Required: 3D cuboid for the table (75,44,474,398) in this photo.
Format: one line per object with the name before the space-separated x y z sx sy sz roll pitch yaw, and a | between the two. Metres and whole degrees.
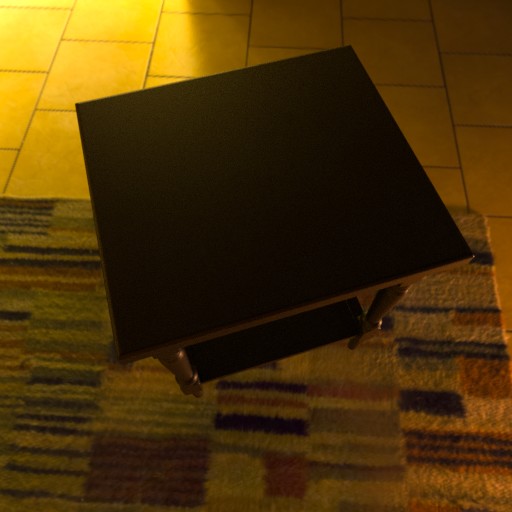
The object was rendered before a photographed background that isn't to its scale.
table | 0.000 0.000 0.914 0.488 0.565 0.442 -15 64 -7
